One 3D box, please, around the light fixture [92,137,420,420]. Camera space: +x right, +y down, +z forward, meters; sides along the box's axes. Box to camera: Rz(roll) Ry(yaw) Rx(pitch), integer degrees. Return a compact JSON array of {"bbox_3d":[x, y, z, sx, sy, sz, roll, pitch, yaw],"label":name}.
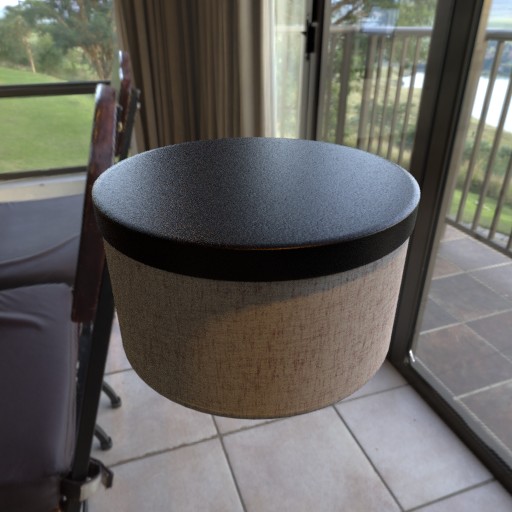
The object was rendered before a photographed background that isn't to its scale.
[{"bbox_3d":[0.000,0.000,0.606,0.389,0.229,0.389,0,29,0],"label":"light fixture"}]
